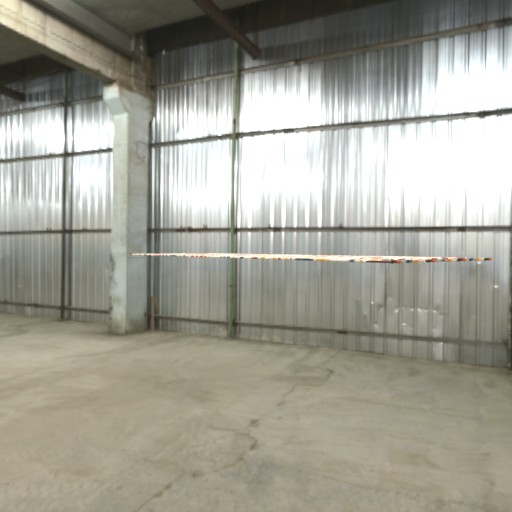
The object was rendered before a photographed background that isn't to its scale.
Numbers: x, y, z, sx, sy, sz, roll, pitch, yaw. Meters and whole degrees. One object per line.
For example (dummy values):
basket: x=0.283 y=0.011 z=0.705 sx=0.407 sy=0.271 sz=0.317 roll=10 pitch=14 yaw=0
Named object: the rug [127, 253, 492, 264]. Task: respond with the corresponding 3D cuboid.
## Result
rug: x=0.000 y=0.000 z=2.909 sx=0.763 sy=0.015 sz=2.682 roll=-1 pitch=1 yaw=-36
